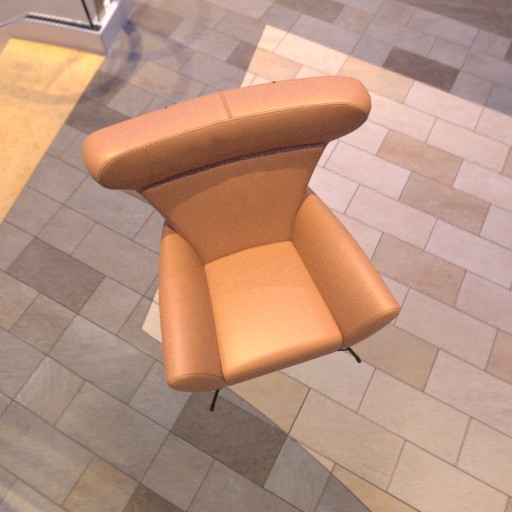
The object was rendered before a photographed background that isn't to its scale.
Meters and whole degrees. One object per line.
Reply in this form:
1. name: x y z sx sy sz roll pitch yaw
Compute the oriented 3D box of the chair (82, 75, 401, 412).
1. chair: 0.000 0.000 1.776 0.980 1.050 0.900 -16 65 -7
